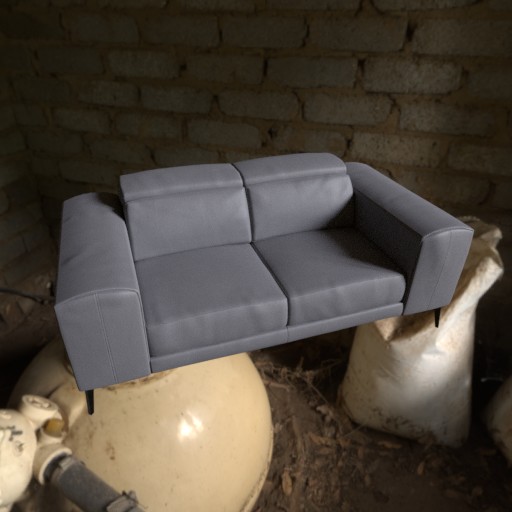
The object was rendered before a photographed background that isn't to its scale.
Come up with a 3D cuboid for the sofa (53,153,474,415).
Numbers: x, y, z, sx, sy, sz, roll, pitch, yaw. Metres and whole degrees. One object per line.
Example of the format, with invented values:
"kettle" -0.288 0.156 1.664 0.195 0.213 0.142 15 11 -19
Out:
"sofa" 0.000 0.000 2.355 1.895 0.779 1.003 -10 32 -16
